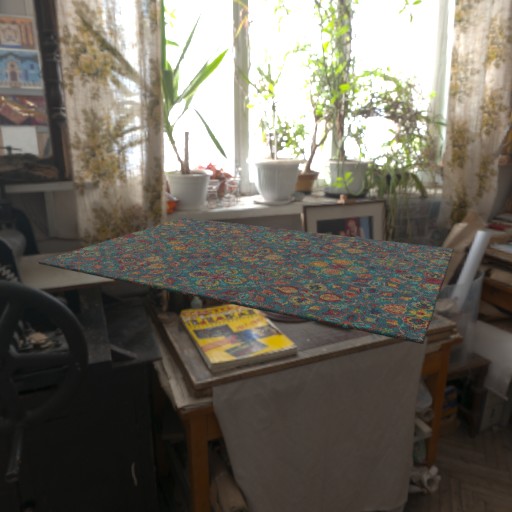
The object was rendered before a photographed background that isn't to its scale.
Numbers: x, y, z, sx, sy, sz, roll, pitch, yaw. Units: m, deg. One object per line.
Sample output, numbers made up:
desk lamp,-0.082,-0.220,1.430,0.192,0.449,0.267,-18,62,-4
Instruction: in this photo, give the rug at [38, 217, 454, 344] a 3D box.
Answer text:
rug,0.000,0.000,2.334,1.836,0.014,1.216,9,19,26
